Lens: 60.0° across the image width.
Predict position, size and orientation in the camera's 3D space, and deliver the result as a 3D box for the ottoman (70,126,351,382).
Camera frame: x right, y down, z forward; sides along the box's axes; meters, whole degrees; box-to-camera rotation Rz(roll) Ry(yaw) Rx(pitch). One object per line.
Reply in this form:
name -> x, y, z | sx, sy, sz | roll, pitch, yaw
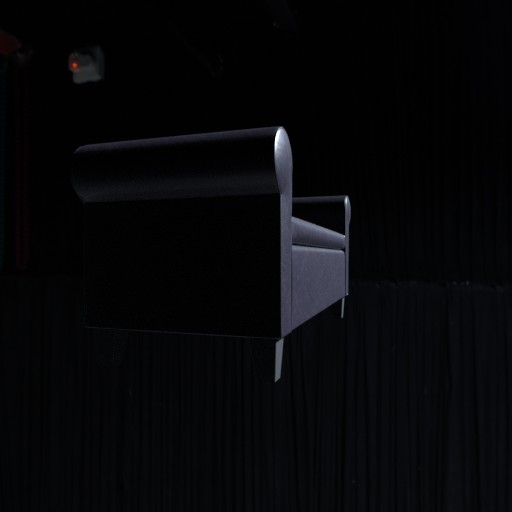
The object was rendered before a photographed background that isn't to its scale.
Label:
ottoman -> 0.000, 0.000, 1.553 | 0.521, 0.547, 1.256 | 0, 0, 19
